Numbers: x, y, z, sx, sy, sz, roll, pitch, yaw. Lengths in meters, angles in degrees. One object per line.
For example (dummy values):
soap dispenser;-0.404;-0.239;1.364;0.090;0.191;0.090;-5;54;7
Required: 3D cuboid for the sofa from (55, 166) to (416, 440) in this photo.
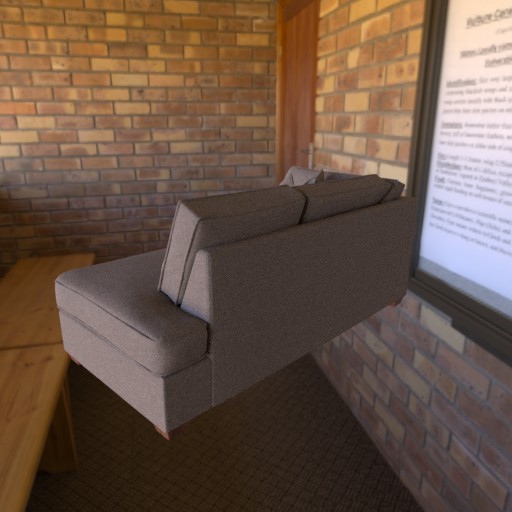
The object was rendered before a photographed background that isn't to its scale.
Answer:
sofa;0.000;0.000;2.881;1.110;1.033;2.237;16;23;42
